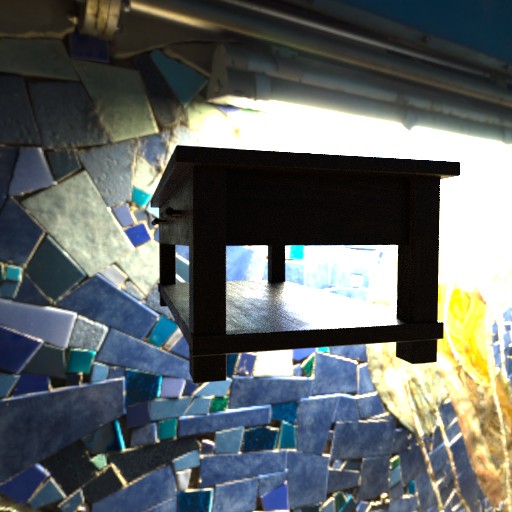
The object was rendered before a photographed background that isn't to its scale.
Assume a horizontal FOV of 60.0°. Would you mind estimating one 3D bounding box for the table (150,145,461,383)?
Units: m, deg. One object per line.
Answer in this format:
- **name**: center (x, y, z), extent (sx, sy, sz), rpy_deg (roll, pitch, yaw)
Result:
- **table**: center (0.000, 0.000, 1.593), extent (0.700, 0.494, 1.270), rpy_deg (-1, 2, -16)
